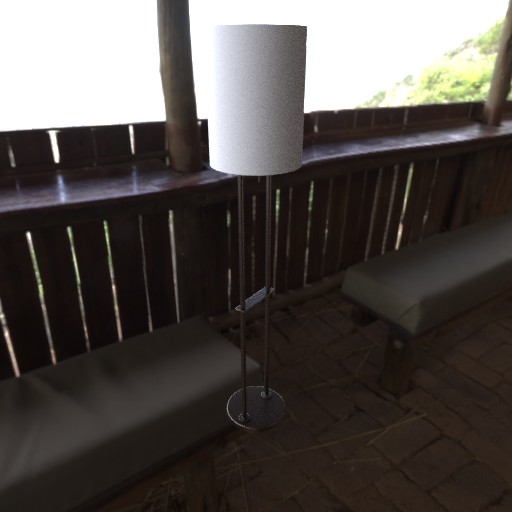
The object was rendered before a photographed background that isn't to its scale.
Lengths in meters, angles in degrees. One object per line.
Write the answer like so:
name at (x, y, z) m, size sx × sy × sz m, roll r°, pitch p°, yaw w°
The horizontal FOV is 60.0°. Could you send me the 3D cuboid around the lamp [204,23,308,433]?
lamp at (0.000, 0.000, 1.628) m, size 0.305 × 1.500 × 0.306 m, roll 17°, pitch 30°, yaw 32°
